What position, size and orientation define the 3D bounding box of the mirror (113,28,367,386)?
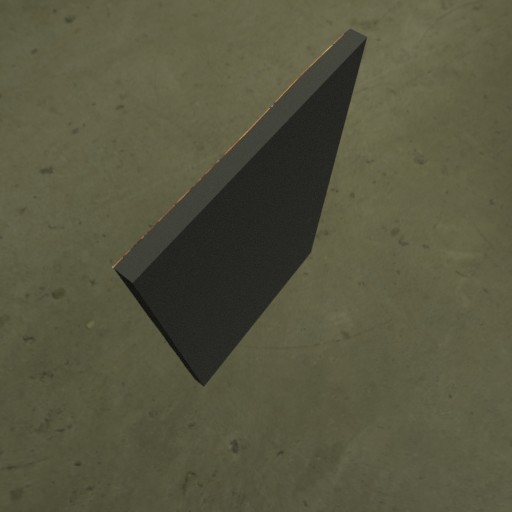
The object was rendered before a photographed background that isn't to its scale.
[{"bbox_3d":[0.000,0.000,1.123,0.044,0.912,0.606,35,70,15],"label":"mirror"}]
